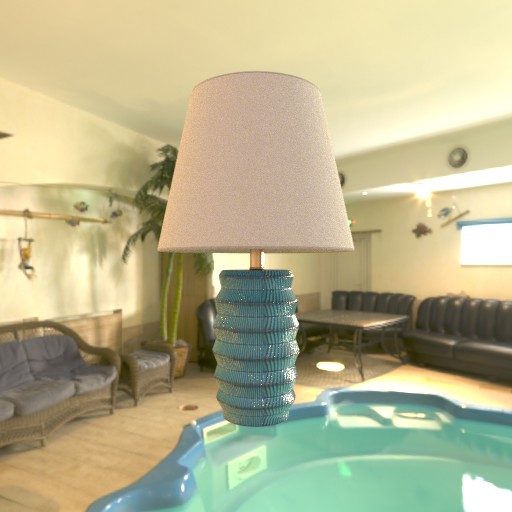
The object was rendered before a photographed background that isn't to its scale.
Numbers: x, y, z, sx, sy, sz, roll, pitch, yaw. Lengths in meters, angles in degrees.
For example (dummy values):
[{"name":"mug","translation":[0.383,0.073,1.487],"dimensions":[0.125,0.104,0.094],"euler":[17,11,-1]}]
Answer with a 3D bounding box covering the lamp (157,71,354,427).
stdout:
[{"name":"lamp","translation":[0.000,0.000,0.816],"dimensions":[0.355,0.582,0.355],"euler":[0,-1,0]}]
